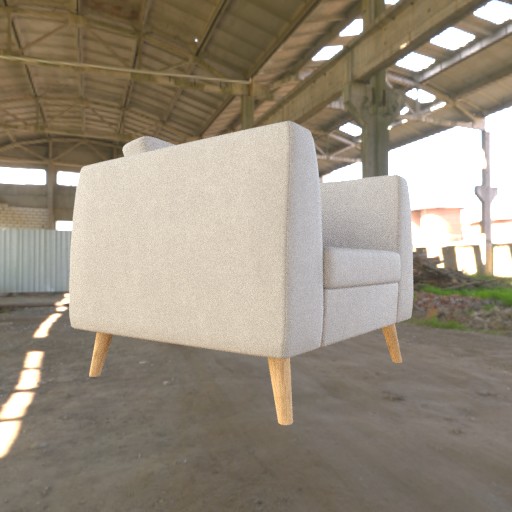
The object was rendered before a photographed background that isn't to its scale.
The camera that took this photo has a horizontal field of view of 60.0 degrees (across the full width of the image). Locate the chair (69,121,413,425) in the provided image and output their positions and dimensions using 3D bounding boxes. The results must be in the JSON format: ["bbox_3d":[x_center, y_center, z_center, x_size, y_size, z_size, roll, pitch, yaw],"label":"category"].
[{"bbox_3d":[0.000,0.000,1.702,0.930,0.860,1.000,-1,-1,36],"label":"chair"}]
